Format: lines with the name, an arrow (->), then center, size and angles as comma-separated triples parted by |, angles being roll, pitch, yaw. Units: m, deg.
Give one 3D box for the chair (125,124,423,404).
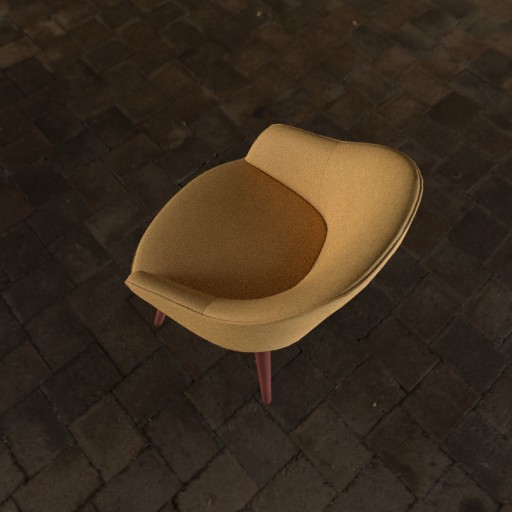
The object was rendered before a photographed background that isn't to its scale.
chair -> 0.000, 0.000, 1.223 | 0.635, 0.823, 0.596 | 32, 66, 16
